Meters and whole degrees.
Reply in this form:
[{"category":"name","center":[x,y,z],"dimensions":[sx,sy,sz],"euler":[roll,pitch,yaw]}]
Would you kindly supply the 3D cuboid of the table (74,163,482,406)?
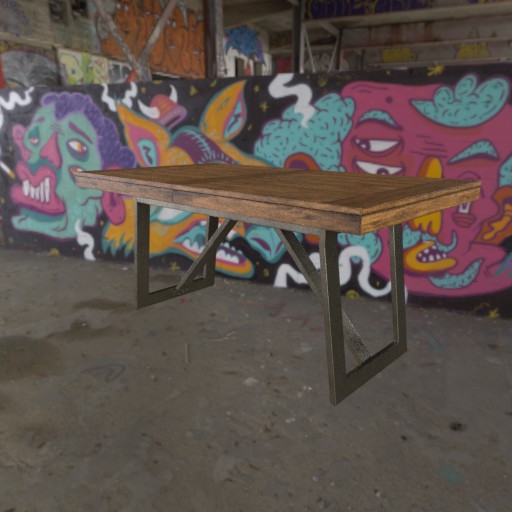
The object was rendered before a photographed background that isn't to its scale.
[{"category":"table","center":[0.000,0.000,2.119],"dimensions":[1.641,0.757,0.931],"euler":[14,21,42]}]
